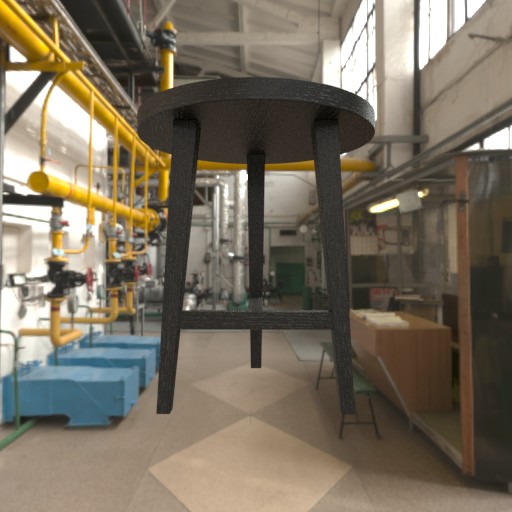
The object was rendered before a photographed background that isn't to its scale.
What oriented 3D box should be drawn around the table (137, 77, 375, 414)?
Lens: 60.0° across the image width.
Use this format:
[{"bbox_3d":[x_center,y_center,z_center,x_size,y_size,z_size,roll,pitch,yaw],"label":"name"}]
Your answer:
[{"bbox_3d":[0.000,0.000,0.768,0.399,0.460,0.399,0,0,0],"label":"table"}]
